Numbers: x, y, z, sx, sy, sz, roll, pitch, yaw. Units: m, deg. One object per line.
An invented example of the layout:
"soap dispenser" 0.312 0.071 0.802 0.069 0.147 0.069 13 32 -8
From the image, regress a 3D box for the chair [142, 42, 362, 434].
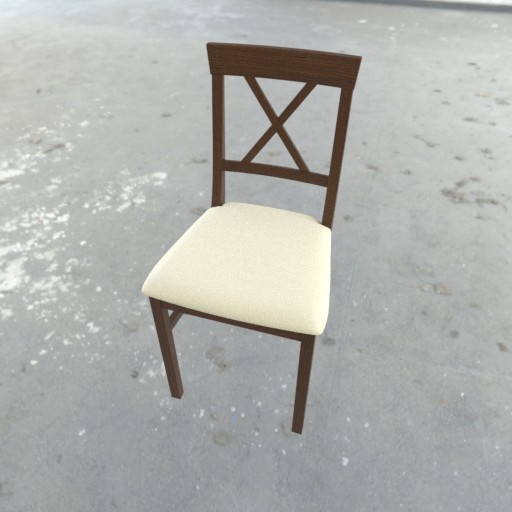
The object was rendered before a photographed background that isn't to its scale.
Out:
"chair" 0.000 0.000 1.173 0.440 0.913 0.480 11 42 13
